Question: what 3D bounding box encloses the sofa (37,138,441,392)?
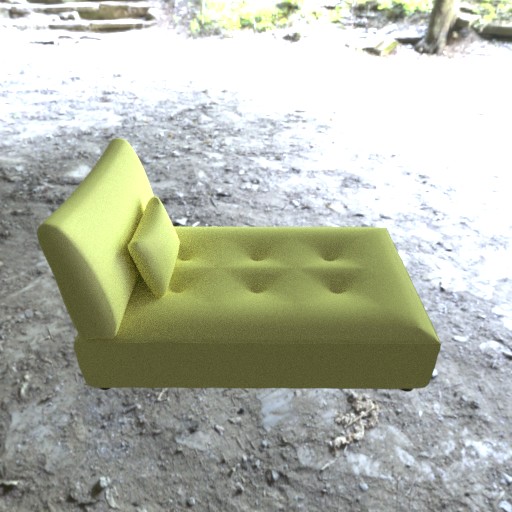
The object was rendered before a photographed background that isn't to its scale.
[{"bbox_3d":[0.000,0.000,2.020,1.450,0.820,0.930,0,34,0],"label":"sofa"}]
